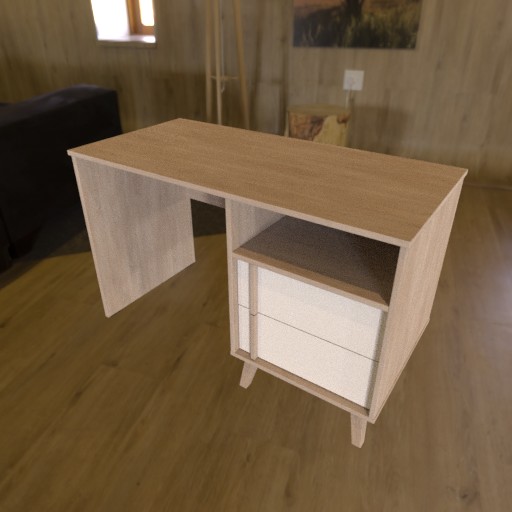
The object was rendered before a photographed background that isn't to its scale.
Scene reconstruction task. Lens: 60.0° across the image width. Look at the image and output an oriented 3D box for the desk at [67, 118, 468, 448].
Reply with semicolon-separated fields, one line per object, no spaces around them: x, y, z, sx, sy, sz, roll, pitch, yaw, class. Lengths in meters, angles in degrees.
0.000;0.000;1.714;1.251;0.770;0.600;19;35;29;desk
